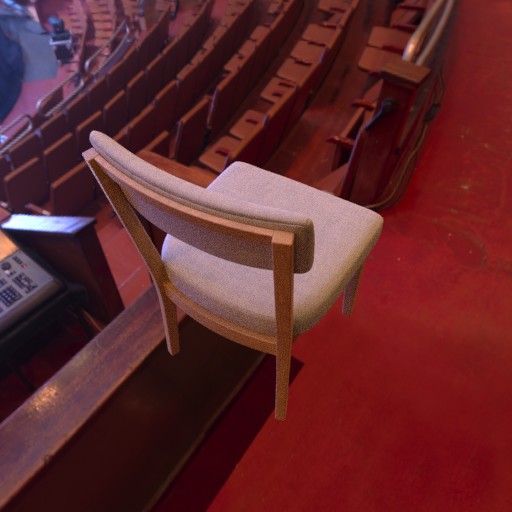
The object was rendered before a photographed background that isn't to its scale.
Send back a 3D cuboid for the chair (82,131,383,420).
[{"bbox_3d":[0.000,0.000,1.192,0.508,0.832,0.572,25,52,21],"label":"chair"}]
